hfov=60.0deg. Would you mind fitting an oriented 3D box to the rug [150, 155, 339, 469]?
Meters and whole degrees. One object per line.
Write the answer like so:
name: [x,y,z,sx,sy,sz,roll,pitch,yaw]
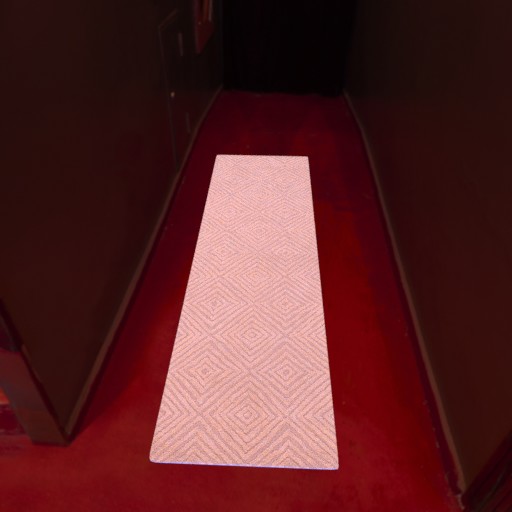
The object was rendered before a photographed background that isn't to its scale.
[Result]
rug: [0.000,0.000,2.431,0.676,0.008,2.277,2,41,2]
